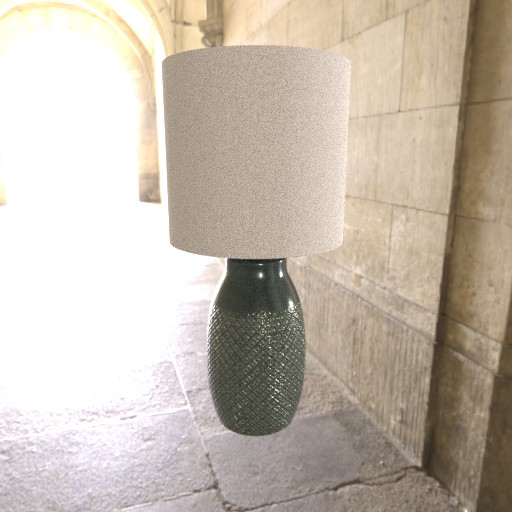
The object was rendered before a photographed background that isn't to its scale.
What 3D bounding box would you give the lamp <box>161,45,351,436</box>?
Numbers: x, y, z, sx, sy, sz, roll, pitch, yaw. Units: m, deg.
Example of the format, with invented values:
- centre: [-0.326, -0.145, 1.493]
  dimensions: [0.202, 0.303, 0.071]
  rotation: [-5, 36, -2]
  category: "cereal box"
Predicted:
- centre: [0.000, 0.000, 0.568]
  dimensions: [0.217, 0.453, 0.217]
  rotation: [6, 15, 25]
  category: "lamp"
